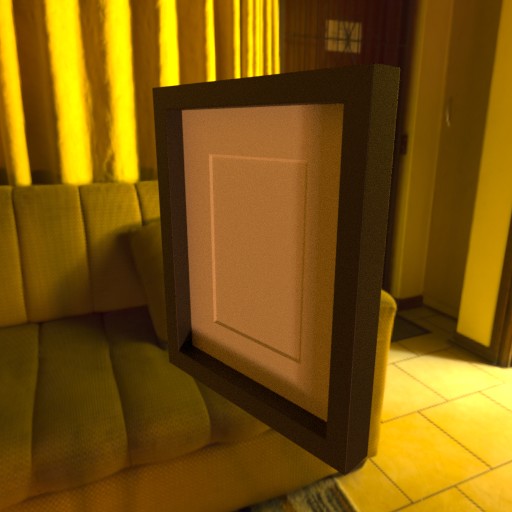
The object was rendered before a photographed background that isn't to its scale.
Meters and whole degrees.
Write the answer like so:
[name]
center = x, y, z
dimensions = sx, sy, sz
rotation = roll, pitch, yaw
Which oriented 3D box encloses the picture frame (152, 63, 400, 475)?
[picture frame]
center = 0.000, 0.000, 0.383
dimensions = 0.042, 0.284, 0.232
rotation = -15, 22, -42
